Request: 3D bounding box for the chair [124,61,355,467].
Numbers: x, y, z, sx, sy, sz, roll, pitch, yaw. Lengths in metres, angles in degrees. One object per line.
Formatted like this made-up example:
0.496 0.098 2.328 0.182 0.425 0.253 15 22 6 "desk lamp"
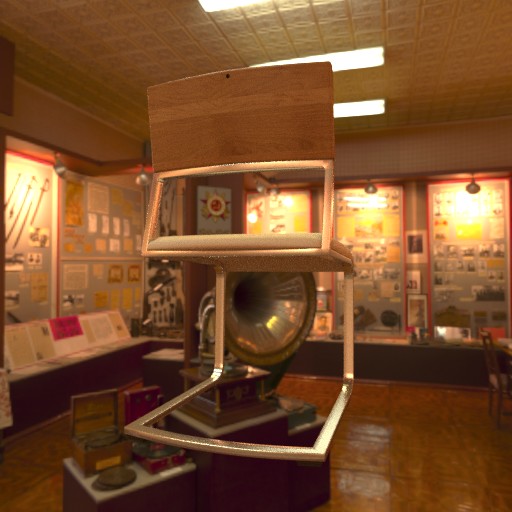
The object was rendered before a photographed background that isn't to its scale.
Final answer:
0.000 0.000 1.198 0.467 0.844 0.585 0 -1 19 "chair"
